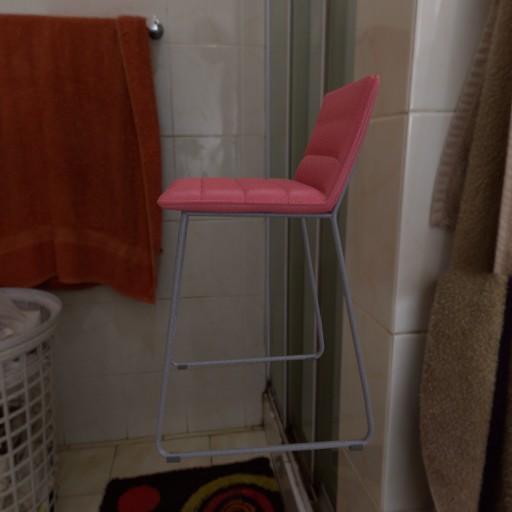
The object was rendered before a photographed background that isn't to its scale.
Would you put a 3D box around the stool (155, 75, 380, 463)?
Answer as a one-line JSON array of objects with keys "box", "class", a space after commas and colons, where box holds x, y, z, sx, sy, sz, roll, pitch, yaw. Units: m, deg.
[{"box": [0.000, 0.000, 1.179, 0.524, 0.866, 0.489, -2, 14, -7], "class": "stool"}]
